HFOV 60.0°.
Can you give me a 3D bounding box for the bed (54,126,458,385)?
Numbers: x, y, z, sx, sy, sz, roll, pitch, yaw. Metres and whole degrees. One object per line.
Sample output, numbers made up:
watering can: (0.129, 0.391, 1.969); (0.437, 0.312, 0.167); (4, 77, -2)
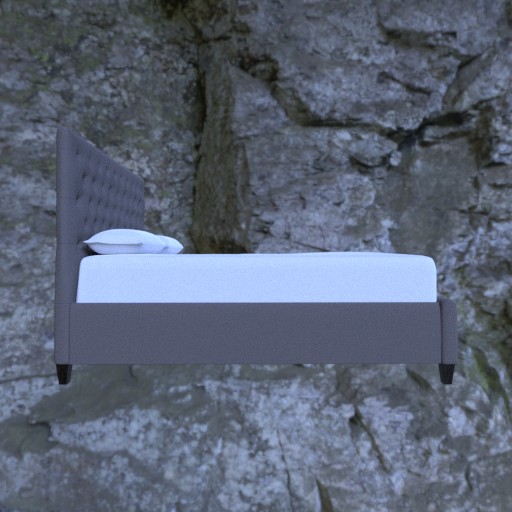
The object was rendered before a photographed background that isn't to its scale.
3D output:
bed: (0.000, 0.000, 3.265); (2.233, 1.426, 1.696); (0, 0, 0)
